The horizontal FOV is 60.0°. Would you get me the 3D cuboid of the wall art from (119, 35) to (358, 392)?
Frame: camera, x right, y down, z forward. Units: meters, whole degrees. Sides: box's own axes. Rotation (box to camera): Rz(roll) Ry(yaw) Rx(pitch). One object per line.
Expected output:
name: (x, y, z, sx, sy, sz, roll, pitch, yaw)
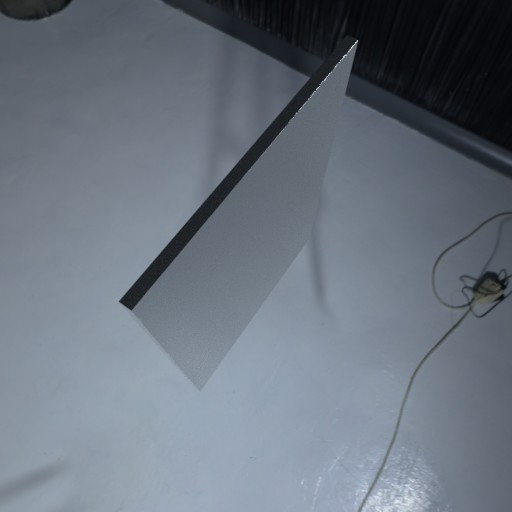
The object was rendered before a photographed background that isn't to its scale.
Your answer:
wall art: (0.000, 0.000, 1.397, 0.030, 1.046, 0.816, 32, 69, 14)
